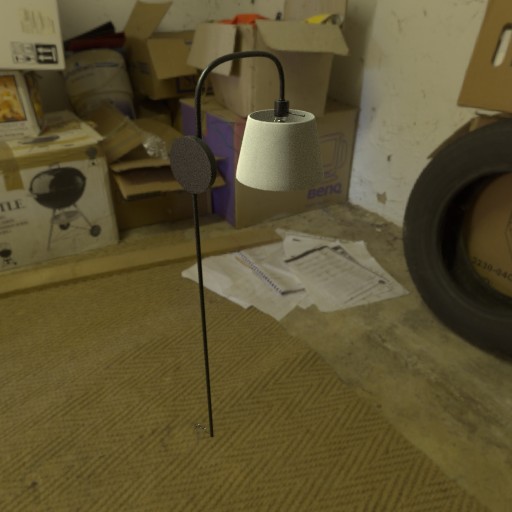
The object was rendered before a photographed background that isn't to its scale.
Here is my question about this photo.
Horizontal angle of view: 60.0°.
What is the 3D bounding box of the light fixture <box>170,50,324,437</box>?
[{"bbox_3d":[0.000,0.000,0.473,0.092,0.399,0.176,20,35,31],"label":"light fixture"}]
